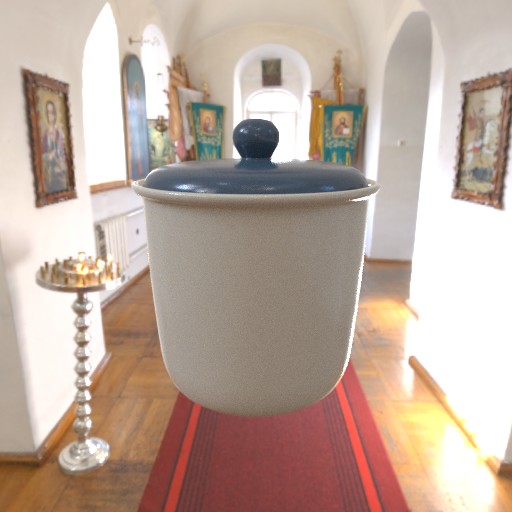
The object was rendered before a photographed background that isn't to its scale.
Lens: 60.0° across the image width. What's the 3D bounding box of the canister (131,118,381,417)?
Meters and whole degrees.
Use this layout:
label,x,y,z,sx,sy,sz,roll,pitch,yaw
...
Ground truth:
label,x,y,z,sx,sy,sz,roll,pitch,yaw
canister,0.000,0.000,0.350,0.182,0.208,0.182,0,15,0
